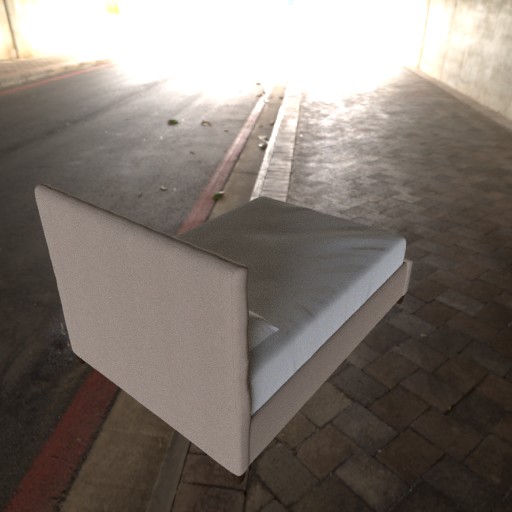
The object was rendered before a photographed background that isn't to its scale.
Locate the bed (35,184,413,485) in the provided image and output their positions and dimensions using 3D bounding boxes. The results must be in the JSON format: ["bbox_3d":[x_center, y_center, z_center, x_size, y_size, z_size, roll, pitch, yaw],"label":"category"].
[{"bbox_3d":[0.000,0.000,3.431,1.698,1.427,2.387,21,35,33],"label":"bed"}]
